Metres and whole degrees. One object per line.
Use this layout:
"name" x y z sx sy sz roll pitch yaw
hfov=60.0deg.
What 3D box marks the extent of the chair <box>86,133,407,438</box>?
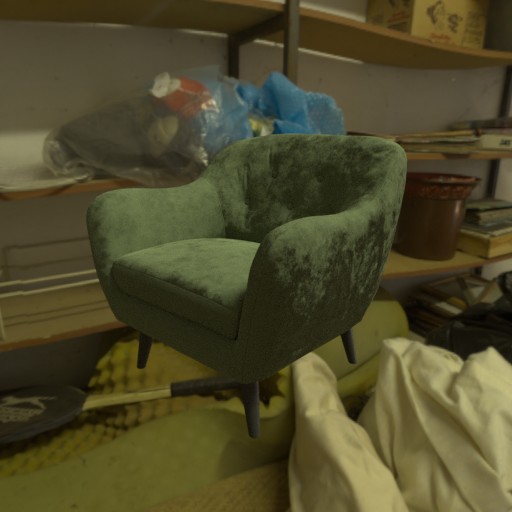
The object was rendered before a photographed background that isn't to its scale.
"chair" 0.000 0.000 1.529 0.840 0.804 0.819 14 21 40
